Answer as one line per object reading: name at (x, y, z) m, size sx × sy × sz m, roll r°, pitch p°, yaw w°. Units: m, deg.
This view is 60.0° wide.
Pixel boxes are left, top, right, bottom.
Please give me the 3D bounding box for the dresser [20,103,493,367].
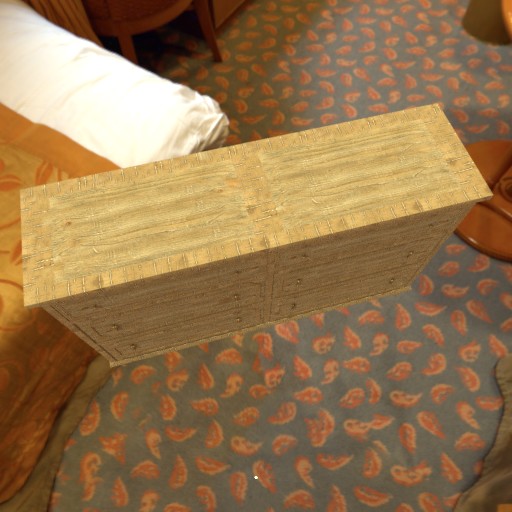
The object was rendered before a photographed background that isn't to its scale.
dresser at (0.000, 0.000, 2.034) m, size 1.626 × 1.016 × 0.457 m, roll -13°, pitch 64°, yaw -7°
